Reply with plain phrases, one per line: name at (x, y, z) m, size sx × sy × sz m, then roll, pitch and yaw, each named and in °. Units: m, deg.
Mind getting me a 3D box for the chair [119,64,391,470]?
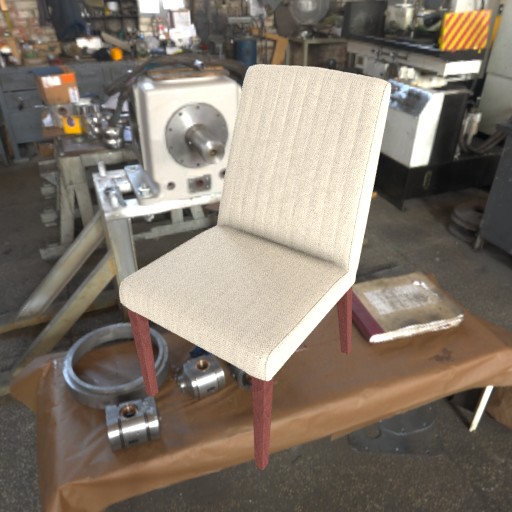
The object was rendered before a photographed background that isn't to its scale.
chair at (0.000, 0.000, 1.227) m, size 0.480 × 0.900 × 0.594 m, roll 21°, pitch 38°, yaw 29°
